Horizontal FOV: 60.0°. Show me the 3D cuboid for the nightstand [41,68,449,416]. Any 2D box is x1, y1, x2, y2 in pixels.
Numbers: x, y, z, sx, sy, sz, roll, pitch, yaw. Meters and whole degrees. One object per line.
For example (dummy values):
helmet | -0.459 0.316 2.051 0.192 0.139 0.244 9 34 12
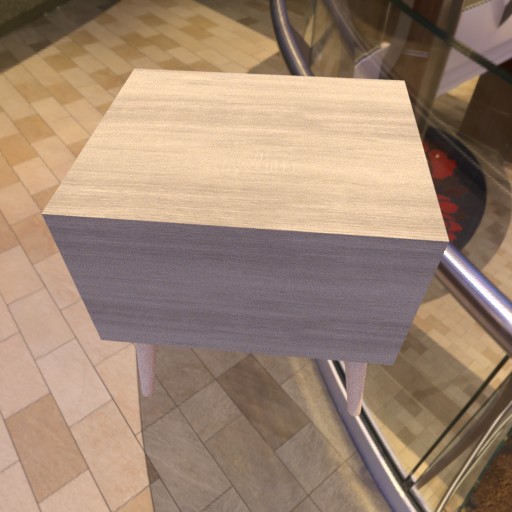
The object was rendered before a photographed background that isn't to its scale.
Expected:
nightstand | 0.000 0.000 0.798 0.450 0.500 0.380 4 47 4
